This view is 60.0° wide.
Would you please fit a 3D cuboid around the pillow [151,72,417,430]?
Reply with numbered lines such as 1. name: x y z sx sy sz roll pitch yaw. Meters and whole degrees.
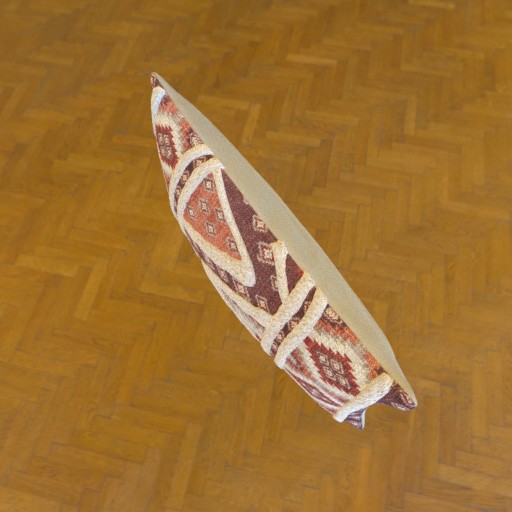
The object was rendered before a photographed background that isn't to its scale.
1. pillow: 0.000 0.000 0.712 0.161 0.295 0.608 -31 68 -14
